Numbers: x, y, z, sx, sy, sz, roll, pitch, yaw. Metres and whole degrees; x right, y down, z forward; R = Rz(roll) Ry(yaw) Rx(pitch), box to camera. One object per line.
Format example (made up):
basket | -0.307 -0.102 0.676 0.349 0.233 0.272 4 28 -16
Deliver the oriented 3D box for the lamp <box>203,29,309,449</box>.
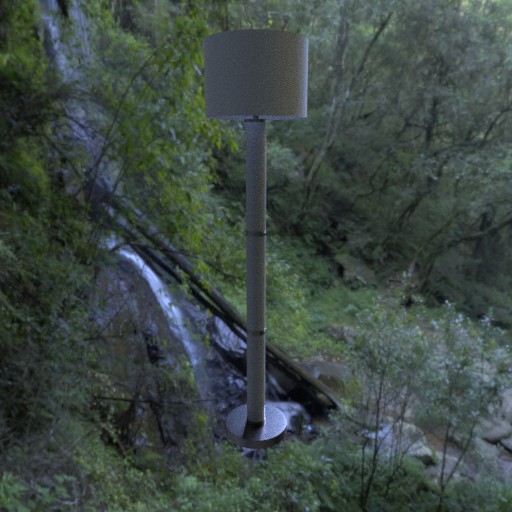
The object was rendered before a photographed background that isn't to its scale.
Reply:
lamp | 0.000 0.000 1.788 0.377 1.599 0.377 -7 16 -26
